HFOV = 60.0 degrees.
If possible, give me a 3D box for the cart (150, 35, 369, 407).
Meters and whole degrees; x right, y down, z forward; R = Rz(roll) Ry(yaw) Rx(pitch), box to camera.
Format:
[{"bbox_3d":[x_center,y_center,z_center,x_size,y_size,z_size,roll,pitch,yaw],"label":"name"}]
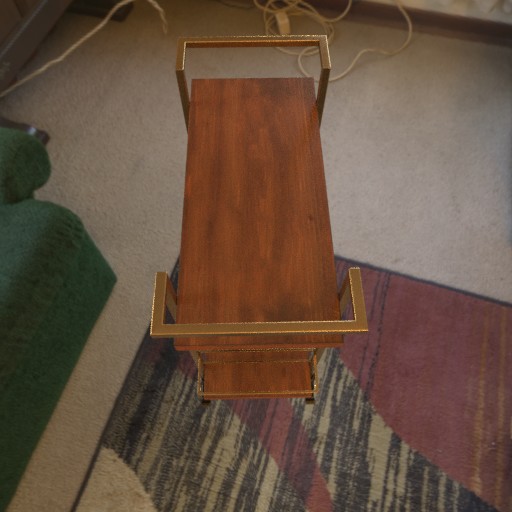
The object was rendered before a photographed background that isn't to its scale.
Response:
[{"bbox_3d":[0.000,0.000,1.186,0.364,0.807,0.695,-1,62,-1],"label":"cart"}]
